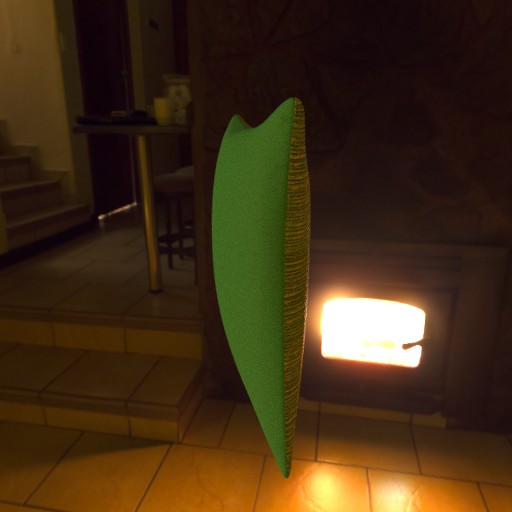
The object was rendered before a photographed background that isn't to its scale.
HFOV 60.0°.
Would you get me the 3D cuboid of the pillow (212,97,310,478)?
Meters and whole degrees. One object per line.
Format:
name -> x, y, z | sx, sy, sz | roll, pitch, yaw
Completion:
pillow -> 0.000, 0.000, 0.781 | 0.150, 0.497, 0.514 | -3, 16, -9
